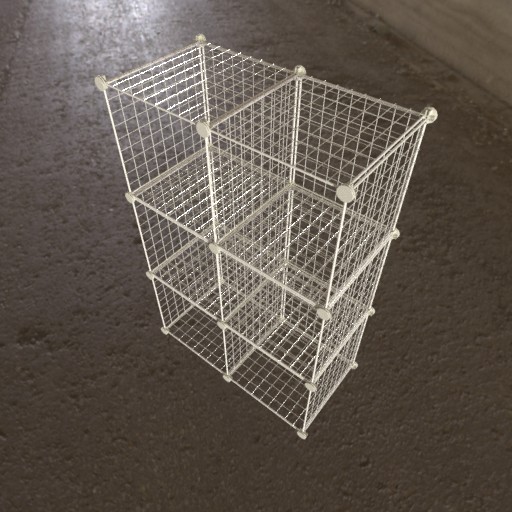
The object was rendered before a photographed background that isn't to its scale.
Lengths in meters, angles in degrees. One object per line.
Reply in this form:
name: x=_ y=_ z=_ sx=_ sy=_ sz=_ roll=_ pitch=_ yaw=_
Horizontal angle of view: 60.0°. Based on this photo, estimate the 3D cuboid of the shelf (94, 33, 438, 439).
shelf: x=0.000 y=0.000 z=1.381 sx=0.711 sy=1.067 sz=0.356 roll=30 pitch=53 yaw=26
